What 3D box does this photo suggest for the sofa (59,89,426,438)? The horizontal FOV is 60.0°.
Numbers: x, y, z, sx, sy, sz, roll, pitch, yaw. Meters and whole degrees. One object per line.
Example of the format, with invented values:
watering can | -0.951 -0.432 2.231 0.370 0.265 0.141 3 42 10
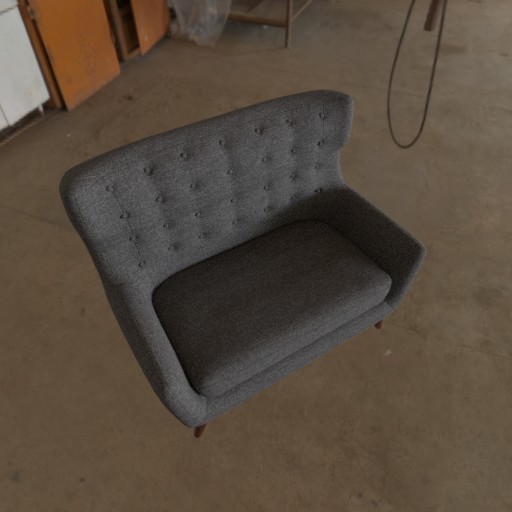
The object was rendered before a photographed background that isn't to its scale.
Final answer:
sofa | 0.000 0.000 2.041 1.358 1.028 0.874 -25 51 -22
